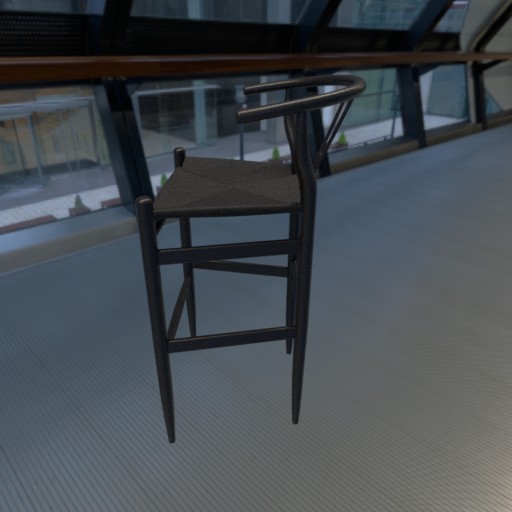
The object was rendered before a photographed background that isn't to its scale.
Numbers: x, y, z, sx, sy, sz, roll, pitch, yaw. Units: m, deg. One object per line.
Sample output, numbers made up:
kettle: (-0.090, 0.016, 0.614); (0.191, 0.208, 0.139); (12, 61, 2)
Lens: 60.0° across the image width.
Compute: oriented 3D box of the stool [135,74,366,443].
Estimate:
stool: (0.000, 0.000, 1.425); (0.579, 1.072, 0.569); (0, 26, 0)
